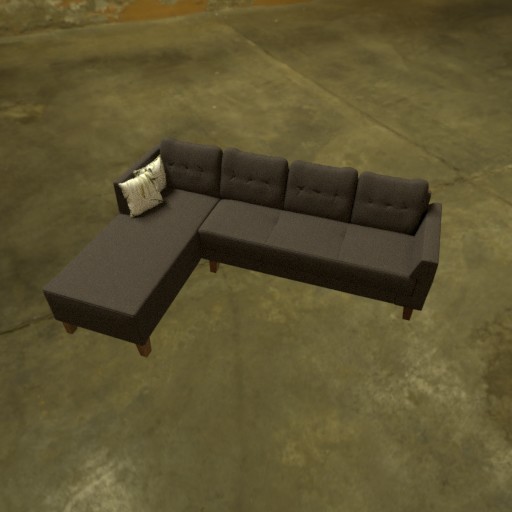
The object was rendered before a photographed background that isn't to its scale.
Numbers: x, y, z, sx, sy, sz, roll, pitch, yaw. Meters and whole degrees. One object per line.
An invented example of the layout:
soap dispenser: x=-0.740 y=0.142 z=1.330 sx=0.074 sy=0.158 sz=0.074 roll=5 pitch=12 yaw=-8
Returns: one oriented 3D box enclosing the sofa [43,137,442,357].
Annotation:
sofa: x=0.000 y=0.000 z=3.535 sx=2.679 sy=0.932 sz=1.829 roll=13 pitch=43 yaw=14
